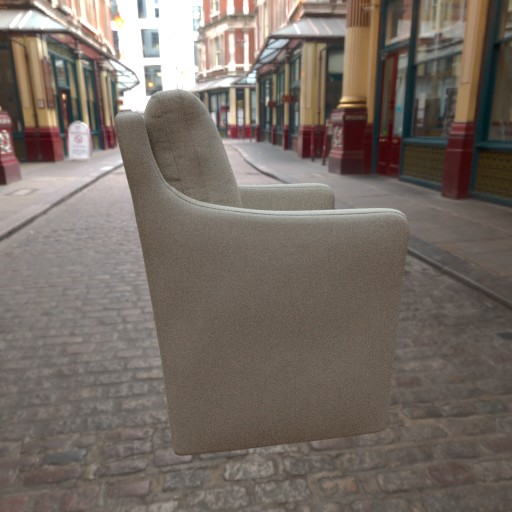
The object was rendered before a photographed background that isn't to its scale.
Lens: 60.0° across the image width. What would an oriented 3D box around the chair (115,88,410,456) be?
[{"bbox_3d":[0.000,0.000,1.343,0.694,0.914,0.626,-3,16,-10],"label":"chair"}]
